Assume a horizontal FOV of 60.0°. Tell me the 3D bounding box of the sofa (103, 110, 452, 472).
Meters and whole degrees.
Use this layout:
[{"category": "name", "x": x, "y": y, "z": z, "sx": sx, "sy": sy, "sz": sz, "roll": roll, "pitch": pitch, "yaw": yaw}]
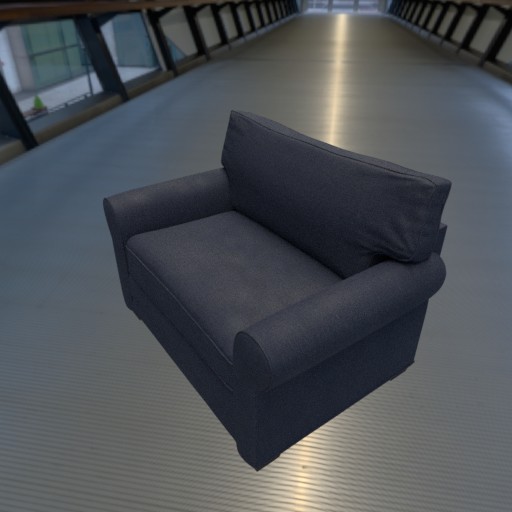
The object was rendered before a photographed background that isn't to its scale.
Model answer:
[{"category": "sofa", "x": 0.000, "y": 0.000, "z": 2.033, "sx": 0.938, "sy": 1.004, "sz": 1.405, "roll": -21, "pitch": 37, "yaw": -30}]
